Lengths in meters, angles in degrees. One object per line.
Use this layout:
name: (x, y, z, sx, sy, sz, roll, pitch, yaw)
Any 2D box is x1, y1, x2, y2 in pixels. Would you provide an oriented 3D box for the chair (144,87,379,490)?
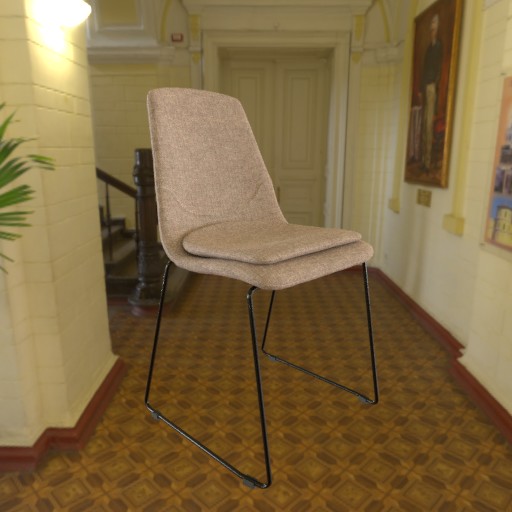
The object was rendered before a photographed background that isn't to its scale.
chair: (0.000, 0.000, 1.146, 0.518, 0.858, 0.479, 13, 19, 43)
